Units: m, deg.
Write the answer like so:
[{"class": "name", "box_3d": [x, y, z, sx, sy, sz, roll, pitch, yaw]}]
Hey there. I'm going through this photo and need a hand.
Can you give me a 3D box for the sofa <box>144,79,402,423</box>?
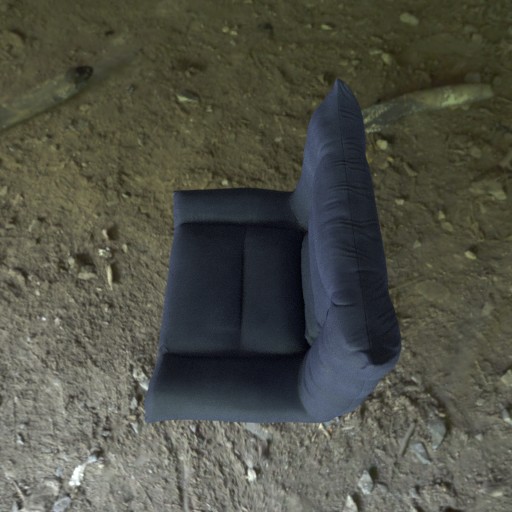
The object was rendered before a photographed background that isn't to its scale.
[{"class": "sofa", "box_3d": [0.000, 0.000, 1.712, 0.849, 0.778, 1.122, 0, 58, 0]}]
